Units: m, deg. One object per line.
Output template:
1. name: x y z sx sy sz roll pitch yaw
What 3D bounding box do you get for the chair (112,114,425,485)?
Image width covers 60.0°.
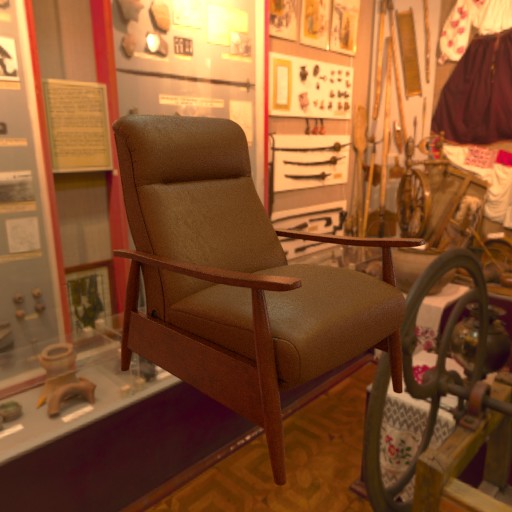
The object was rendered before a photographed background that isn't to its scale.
1. chair: 0.000 0.000 1.738 0.762 1.082 1.014 -14 20 -43
